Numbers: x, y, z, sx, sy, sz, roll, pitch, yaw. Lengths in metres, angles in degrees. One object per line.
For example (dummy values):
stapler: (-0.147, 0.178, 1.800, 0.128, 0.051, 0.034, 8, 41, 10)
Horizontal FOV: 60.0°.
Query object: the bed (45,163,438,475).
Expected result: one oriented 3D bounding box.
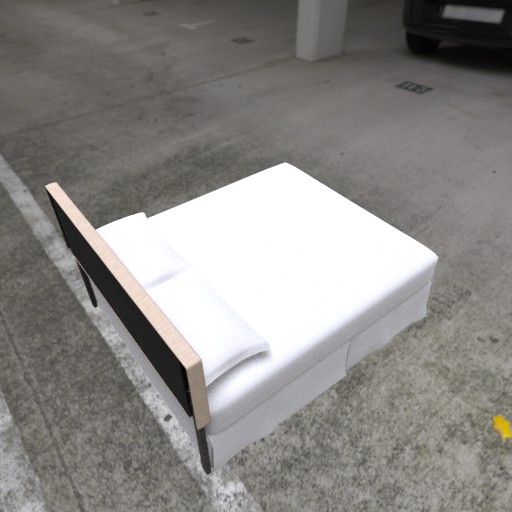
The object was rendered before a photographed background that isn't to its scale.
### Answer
bed: (0.000, 0.000, 2.867, 1.876, 1.016, 1.616, -27, 49, -27)
